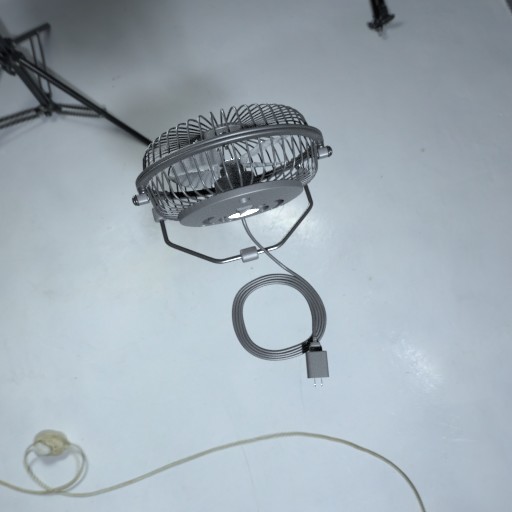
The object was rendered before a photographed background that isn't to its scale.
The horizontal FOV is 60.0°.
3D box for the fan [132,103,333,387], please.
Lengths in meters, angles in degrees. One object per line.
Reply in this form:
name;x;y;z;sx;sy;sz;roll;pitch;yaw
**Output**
fan;0.000;0.000;0.313;0.153;0.152;0.202;-15;75;-4
